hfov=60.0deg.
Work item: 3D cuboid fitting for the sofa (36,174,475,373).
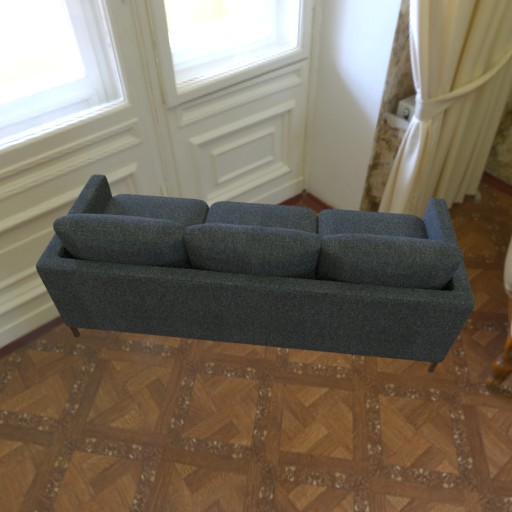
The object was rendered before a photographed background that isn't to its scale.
[{"bbox_3d":[0.000,0.000,2.647,2.218,0.874,0.859,5,46,4],"label":"sofa"}]
